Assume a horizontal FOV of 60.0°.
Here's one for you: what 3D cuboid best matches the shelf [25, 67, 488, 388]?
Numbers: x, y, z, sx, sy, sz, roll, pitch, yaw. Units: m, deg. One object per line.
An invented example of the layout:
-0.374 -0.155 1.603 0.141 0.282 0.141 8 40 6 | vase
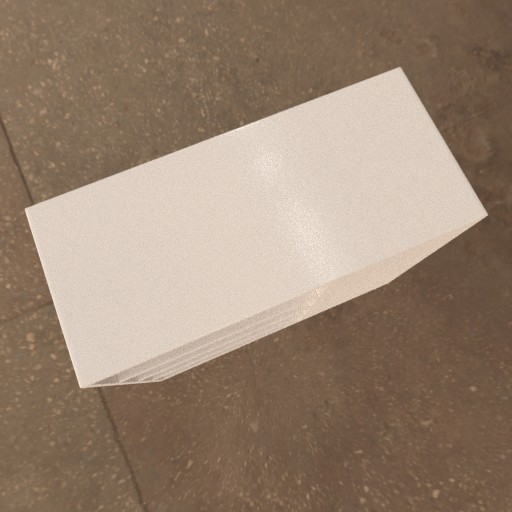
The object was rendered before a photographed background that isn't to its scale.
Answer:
0.000 0.000 1.287 0.895 0.732 0.396 -22 76 -6 | shelf
